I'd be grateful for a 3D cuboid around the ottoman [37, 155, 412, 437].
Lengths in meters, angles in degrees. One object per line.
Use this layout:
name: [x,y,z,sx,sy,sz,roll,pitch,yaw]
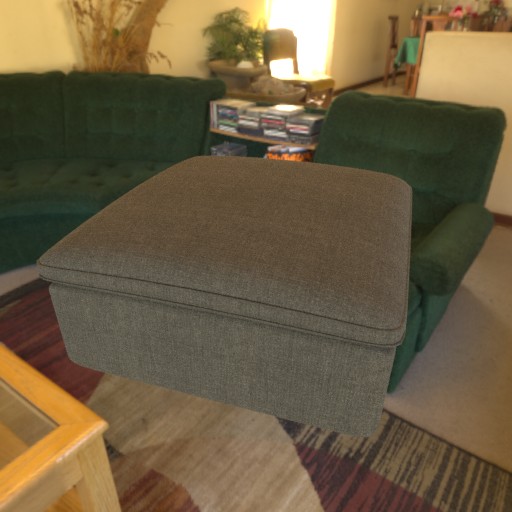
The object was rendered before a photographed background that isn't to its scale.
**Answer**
ottoman: [0.000,0.000,1.666,1.067,0.559,1.067,9,31,16]
